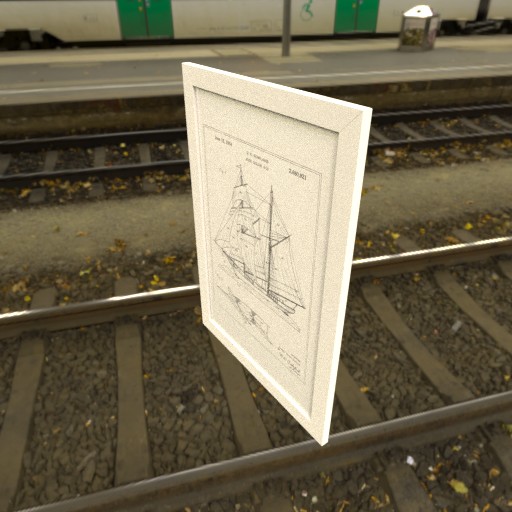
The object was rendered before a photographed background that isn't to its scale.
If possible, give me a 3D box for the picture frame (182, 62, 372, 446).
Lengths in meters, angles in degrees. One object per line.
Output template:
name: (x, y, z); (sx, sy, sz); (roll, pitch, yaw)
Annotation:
picture frame: (0.000, 0.000, 0.614); (0.011, 0.459, 0.326); (-21, 37, -30)
